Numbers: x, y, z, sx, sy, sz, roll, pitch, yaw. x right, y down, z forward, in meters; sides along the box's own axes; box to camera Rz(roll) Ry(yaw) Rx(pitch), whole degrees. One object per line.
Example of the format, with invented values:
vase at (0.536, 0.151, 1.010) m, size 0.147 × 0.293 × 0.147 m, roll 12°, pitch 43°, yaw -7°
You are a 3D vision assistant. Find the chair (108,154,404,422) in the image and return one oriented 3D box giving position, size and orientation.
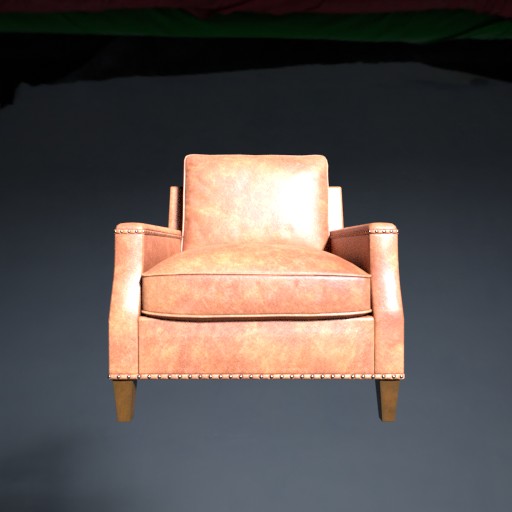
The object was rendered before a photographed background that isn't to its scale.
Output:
chair at (0.000, 0.000, 1.727) m, size 0.853 × 0.943 × 1.014 m, roll 0°, pitch 1°, yaw 0°
